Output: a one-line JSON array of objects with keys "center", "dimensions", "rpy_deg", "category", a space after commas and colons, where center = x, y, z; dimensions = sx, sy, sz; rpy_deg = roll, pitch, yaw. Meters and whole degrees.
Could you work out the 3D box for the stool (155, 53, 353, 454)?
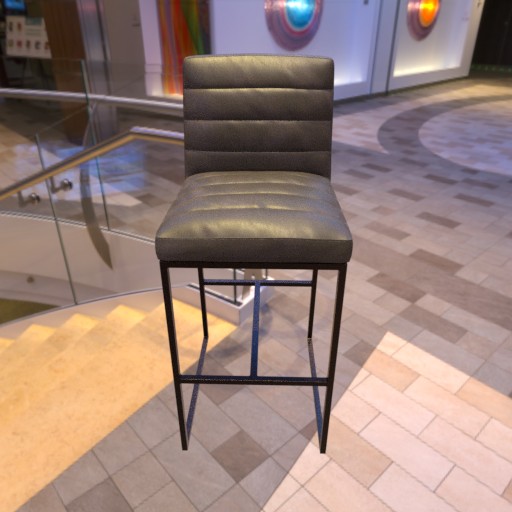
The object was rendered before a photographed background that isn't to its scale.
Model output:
[{"center": [0.000, 0.000, 1.324], "dimensions": [0.463, 1.065, 0.562], "rpy_deg": [1, 29, 1], "category": "stool"}]
